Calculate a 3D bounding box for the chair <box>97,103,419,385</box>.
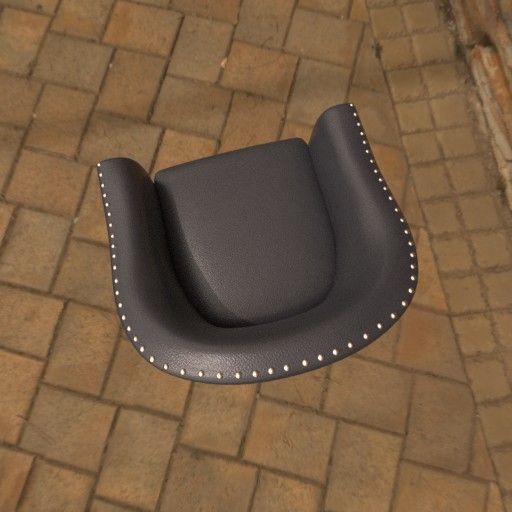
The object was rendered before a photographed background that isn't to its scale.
[{"bbox_3d":[0.000,0.000,1.441,0.794,0.823,0.748,-14,77,-3],"label":"chair"}]
